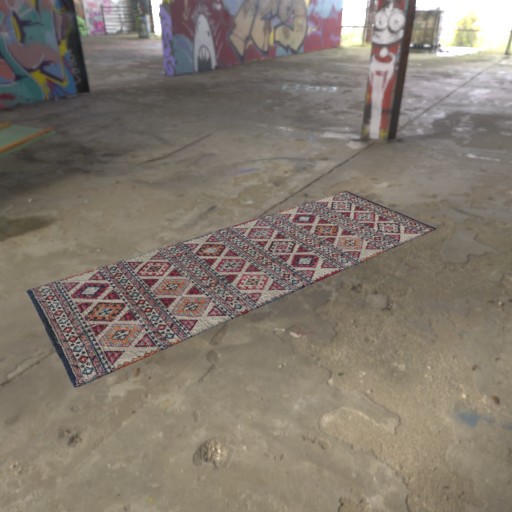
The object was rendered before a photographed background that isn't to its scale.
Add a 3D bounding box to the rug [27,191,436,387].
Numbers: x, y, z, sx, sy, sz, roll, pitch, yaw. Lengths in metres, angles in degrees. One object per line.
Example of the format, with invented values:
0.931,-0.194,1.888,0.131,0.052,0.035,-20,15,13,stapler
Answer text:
0.000,0.000,2.619,2.362,0.008,0.832,-20,36,-31,rug
